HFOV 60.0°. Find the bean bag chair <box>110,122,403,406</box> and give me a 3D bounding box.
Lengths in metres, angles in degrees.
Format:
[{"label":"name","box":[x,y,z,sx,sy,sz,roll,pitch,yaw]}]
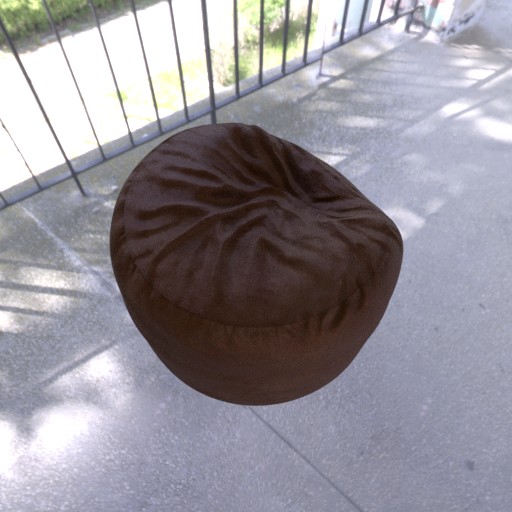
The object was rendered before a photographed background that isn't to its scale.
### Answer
[{"label":"bean bag chair","box":[0.000,0.000,1.524,0.918,0.616,0.918,0,58,0]}]
